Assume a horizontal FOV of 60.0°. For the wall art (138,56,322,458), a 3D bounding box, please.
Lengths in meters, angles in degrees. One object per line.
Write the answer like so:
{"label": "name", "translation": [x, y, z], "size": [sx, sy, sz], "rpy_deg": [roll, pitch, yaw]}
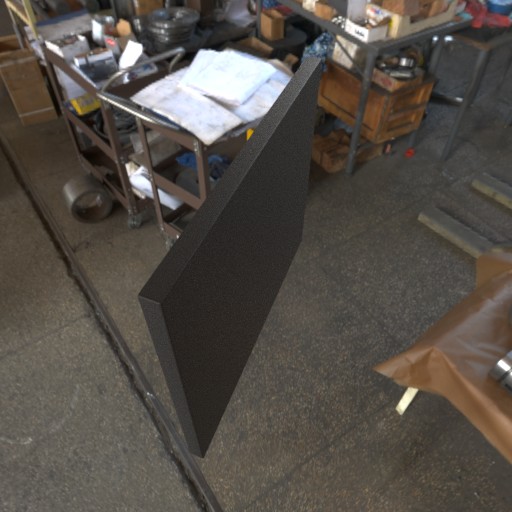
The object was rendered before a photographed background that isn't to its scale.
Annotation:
{"label": "wall art", "translation": [0.000, 0.000, 0.766], "size": [0.031, 0.457, 0.558], "rpy_deg": [16, 50, 14]}
